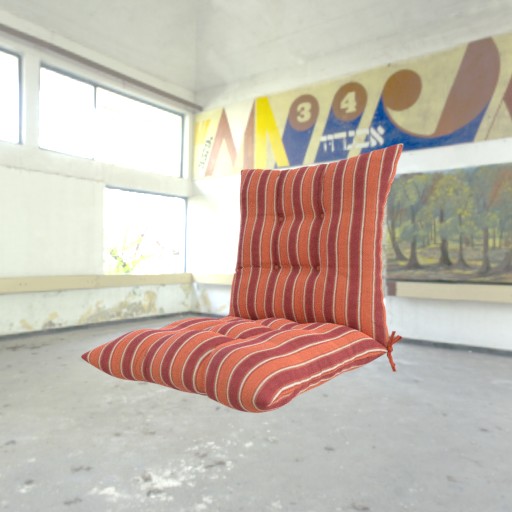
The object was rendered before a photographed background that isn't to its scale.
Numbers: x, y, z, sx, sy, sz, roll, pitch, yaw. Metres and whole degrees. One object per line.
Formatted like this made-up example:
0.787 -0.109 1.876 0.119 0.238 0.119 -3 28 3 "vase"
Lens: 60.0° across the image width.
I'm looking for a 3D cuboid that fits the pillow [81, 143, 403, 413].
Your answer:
0.000 0.000 1.017 0.541 0.536 0.585 0 0 38 "pillow"
